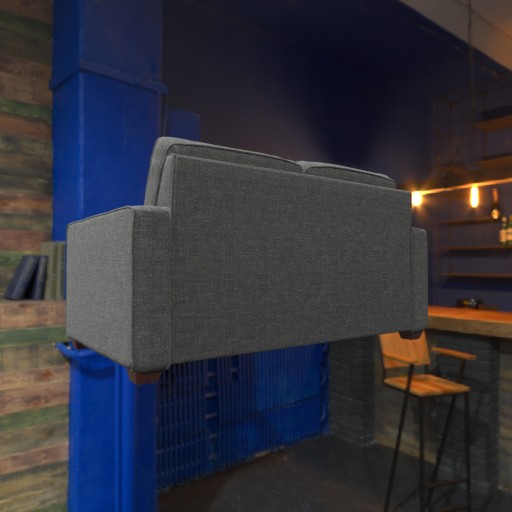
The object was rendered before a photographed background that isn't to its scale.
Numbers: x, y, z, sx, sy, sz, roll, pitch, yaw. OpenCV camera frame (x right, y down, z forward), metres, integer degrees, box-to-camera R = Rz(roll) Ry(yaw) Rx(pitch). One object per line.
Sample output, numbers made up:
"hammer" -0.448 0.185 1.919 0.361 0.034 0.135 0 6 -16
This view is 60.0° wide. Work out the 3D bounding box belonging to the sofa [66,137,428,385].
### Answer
"sofa" 0.000 0.000 2.336 1.709 0.918 0.947 1 -1 -36
